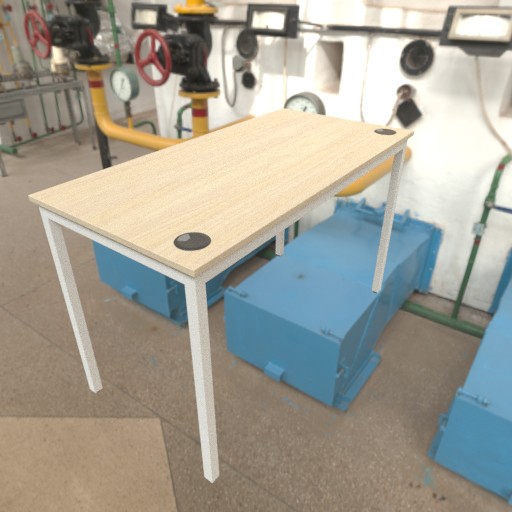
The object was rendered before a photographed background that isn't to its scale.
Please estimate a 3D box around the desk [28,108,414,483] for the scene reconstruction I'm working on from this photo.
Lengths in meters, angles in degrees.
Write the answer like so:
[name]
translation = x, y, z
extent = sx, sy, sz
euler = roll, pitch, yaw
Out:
[desk]
translation = 0.000, 0.000, 1.617
extent = 0.600, 0.750, 1.200
euler = 21, 38, 31
